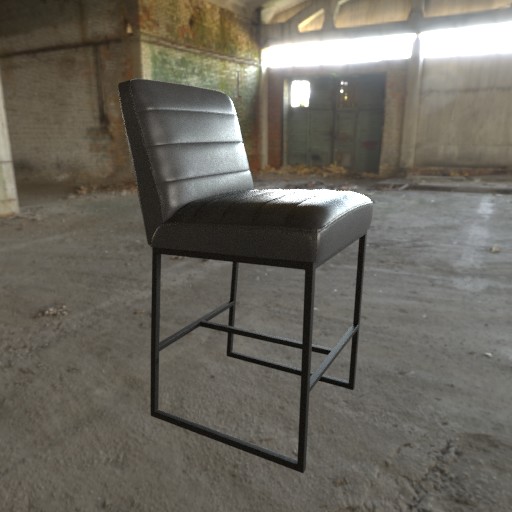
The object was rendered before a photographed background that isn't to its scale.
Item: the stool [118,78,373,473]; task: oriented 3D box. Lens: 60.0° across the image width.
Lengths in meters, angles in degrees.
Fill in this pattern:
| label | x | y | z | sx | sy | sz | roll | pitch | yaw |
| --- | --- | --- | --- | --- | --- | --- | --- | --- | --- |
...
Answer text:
| label | x | y | z | sx | sy | sz | roll | pitch | yaw |
| --- | --- | --- | --- | --- | --- | --- | --- | --- | --- |
| stool | 0.000 | 0.000 | 1.266 | 0.552 | 0.938 | 0.457 | 8 | 17 | 27 |
